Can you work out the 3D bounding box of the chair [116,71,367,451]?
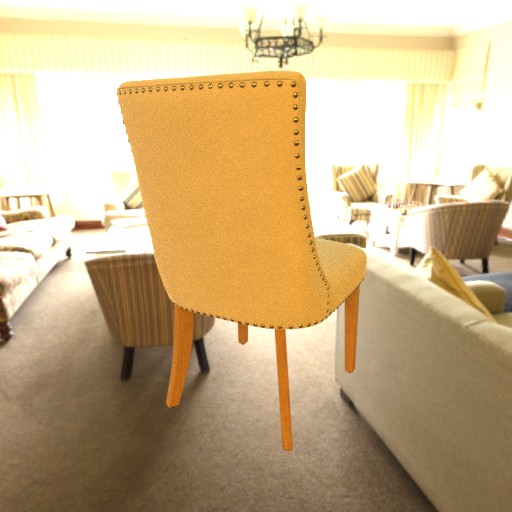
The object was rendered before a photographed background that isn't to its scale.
[{"bbox_3d":[0.000,0.000,1.257,0.495,0.902,0.610,9,18,28],"label":"chair"}]
